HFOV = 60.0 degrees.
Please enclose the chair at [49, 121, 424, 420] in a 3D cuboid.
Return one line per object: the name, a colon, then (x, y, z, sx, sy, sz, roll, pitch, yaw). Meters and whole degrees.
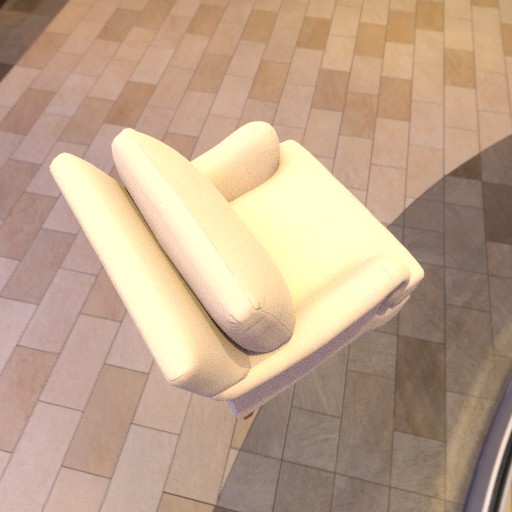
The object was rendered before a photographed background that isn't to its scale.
chair: (0.000, 0.000, 1.797, 1.070, 1.038, 0.955, -29, 62, -17)
